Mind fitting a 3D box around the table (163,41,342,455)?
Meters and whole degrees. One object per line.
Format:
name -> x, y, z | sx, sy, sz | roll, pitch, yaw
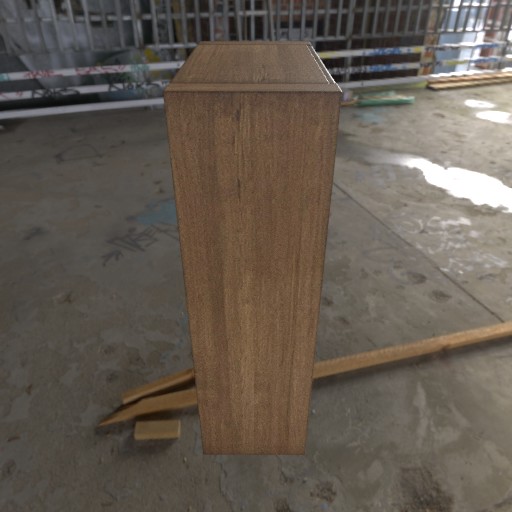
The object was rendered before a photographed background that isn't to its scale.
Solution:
table -> 0.000, 0.000, 2.442 | 0.600, 2.000, 1.100 | 0, 33, 0
